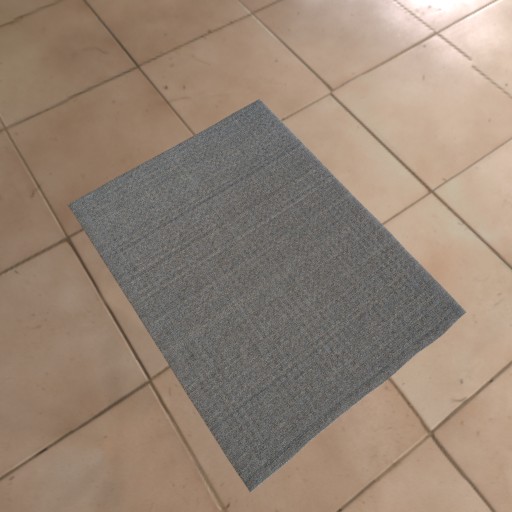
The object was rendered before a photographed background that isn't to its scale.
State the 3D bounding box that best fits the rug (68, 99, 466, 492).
[{"bbox_3d":[0.000,0.000,4.262,2.443,0.007,3.200,-33,69,-15],"label":"rug"}]
